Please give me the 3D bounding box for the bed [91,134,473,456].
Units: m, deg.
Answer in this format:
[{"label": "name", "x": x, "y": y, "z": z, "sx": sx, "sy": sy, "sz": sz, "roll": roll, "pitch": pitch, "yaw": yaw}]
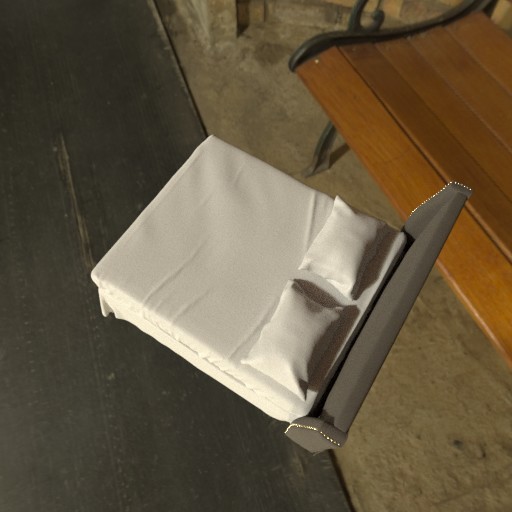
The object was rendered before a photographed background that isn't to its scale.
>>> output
[{"label": "bed", "x": 0.000, "y": 0.000, "z": 3.460, "sx": 2.276, "sy": 1.332, "sz": 1.925, "roll": 30, "pitch": 68, "yaw": 13}]
